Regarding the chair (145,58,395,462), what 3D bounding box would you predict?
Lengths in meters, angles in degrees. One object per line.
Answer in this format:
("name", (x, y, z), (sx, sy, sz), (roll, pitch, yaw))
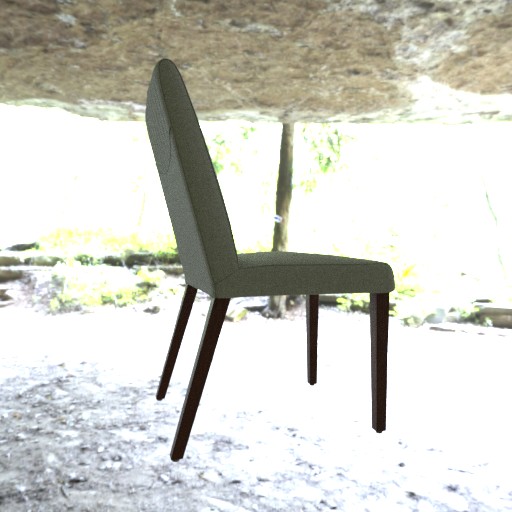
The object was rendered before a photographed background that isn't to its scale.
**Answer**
("chair", (0.000, 0.000, 1.250), (0.594, 0.900, 0.480), (0, 1, -17))
